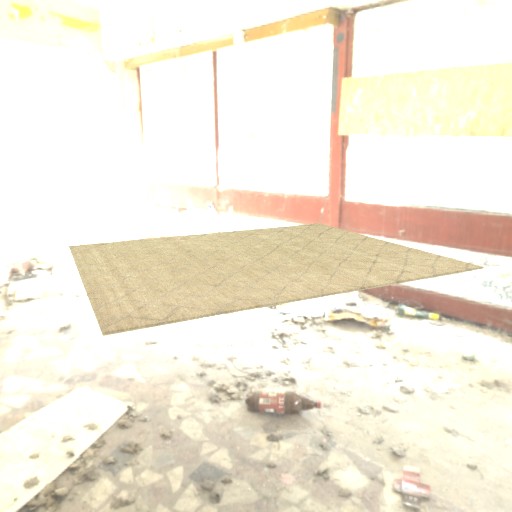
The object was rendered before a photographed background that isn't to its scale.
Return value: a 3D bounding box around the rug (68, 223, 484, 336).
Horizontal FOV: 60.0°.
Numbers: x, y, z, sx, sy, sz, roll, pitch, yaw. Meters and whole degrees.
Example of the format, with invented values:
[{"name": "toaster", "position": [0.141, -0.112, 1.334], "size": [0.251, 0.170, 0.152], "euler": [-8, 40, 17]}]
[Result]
[{"name": "rug", "position": [0.000, 0.000, 4.085], "size": [3.038, 0.019, 2.420], "euler": [-7, 15, -26]}]
